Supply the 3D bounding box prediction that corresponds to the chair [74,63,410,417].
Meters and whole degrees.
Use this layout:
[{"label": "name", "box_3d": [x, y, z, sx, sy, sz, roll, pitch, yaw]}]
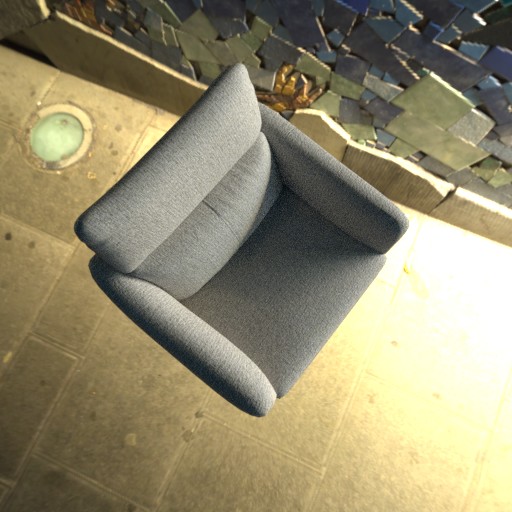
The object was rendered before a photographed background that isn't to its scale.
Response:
[{"label": "chair", "box_3d": [0.000, 0.000, 1.719, 0.835, 0.967, 0.972, 38, 78, 10]}]
